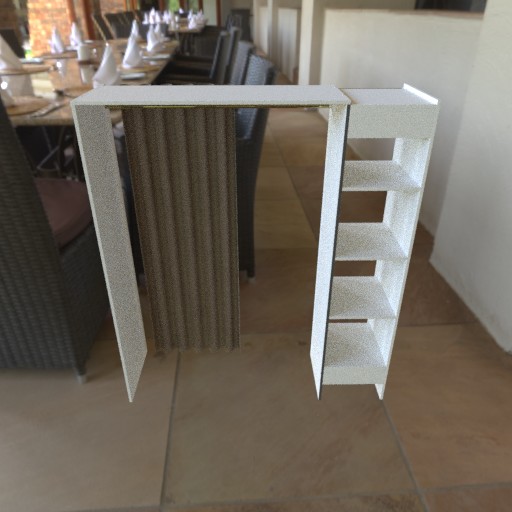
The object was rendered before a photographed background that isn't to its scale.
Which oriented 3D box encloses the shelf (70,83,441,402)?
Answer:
[{"bbox_3d":[0.000,0.000,2.572,1.600,1.820,0.500,0,29,-1],"label":"shelf"}]
